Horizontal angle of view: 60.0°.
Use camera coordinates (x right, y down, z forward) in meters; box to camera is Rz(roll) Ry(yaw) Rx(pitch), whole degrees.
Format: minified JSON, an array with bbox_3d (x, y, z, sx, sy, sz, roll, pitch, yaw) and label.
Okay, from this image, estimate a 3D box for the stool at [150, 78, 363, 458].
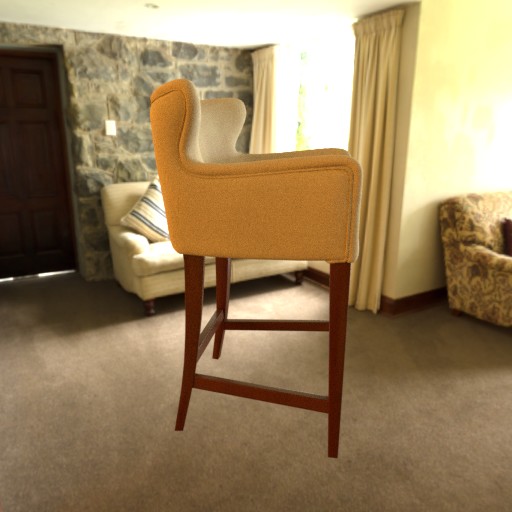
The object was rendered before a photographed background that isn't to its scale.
[{"bbox_3d":[0.000,0.000,1.349,0.570,0.951,0.601,2,15,9],"label":"stool"}]
